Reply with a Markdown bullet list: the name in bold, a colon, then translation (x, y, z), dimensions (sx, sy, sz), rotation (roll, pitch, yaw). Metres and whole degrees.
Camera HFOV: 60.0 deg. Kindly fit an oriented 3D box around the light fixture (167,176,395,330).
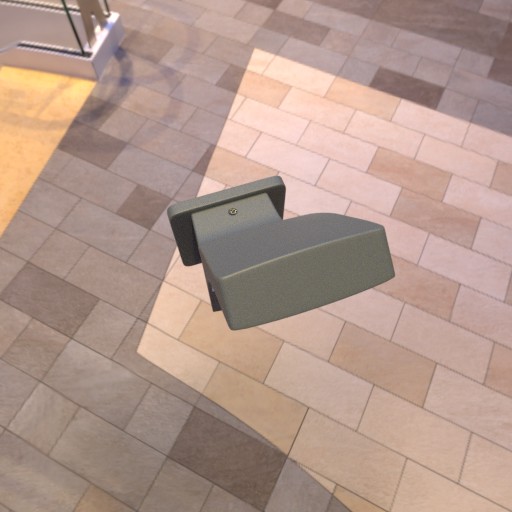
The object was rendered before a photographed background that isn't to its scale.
- **light fixture**: translation (0.000, 0.000, 0.333), dimensions (0.108, 0.243, 0.174), rotation (-17, 63, -9)
